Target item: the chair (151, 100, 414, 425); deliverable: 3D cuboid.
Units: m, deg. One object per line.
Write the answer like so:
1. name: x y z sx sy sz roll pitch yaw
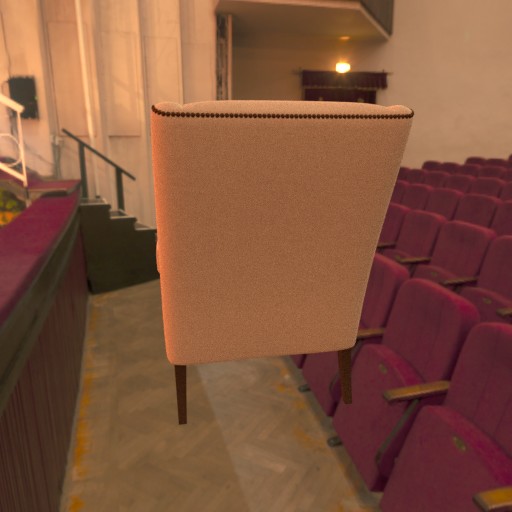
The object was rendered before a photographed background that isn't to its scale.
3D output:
1. chair: 0.000 0.000 1.638 0.737 1.029 0.940 -3 16 -11
